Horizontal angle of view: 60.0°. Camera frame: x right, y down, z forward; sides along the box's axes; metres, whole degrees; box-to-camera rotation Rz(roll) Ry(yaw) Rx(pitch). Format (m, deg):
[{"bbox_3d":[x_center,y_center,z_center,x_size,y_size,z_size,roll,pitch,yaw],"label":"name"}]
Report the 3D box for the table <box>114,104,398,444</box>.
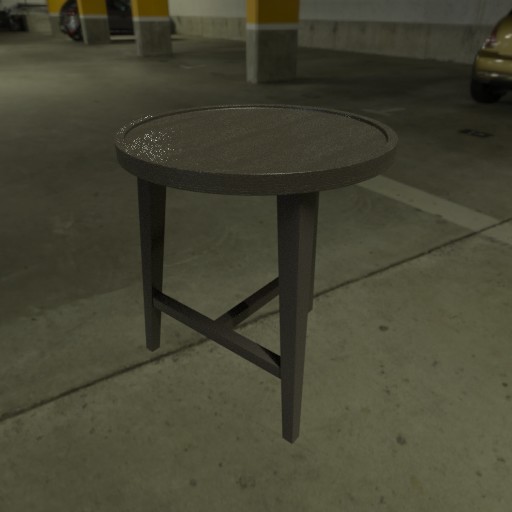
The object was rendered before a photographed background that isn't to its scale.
[{"bbox_3d":[0.000,0.000,0.939,0.500,0.531,0.500,0,29,0],"label":"table"}]
